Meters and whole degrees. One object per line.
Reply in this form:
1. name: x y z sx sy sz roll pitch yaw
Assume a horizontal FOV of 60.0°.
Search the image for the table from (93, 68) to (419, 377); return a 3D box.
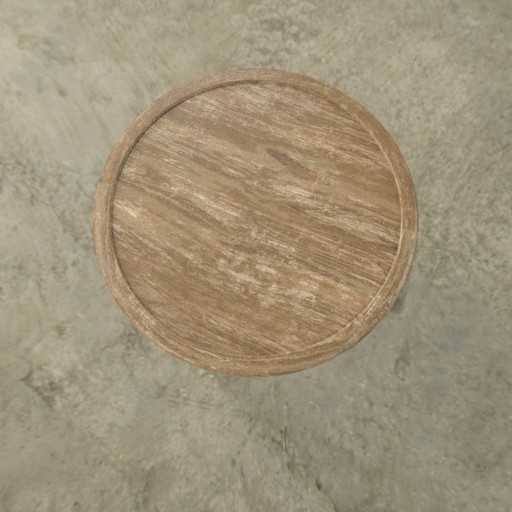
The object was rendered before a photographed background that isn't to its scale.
1. table: 0.000 0.000 0.780 0.407 0.482 0.407 0 75 0
